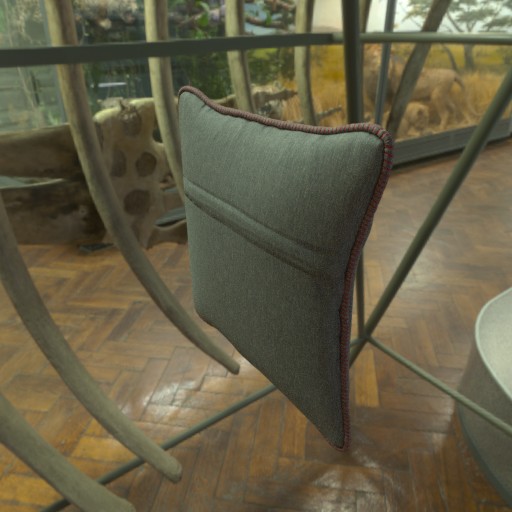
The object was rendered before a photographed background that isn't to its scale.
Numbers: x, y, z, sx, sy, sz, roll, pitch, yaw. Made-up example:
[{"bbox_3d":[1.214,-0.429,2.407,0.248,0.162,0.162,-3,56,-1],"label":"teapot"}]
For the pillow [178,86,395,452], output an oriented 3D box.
[{"bbox_3d":[0.000,0.000,0.729,0.124,0.491,0.482,-18,33,-31],"label":"pillow"}]
